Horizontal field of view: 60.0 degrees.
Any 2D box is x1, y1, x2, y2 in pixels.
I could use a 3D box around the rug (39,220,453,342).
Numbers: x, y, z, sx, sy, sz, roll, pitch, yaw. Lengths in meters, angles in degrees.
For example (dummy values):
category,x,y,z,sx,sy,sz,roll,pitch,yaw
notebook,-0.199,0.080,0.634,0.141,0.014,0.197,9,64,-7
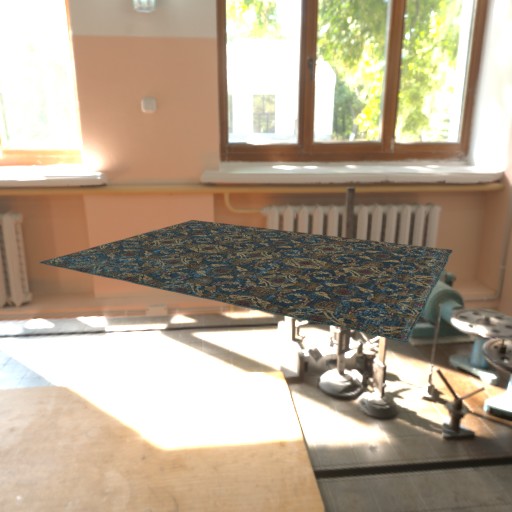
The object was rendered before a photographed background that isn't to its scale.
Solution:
category,x,y,z,sx,sy,sz,roll,pitch,yaw
rug,0.000,0.000,4.295,3.291,0.013,2.337,9,18,28
